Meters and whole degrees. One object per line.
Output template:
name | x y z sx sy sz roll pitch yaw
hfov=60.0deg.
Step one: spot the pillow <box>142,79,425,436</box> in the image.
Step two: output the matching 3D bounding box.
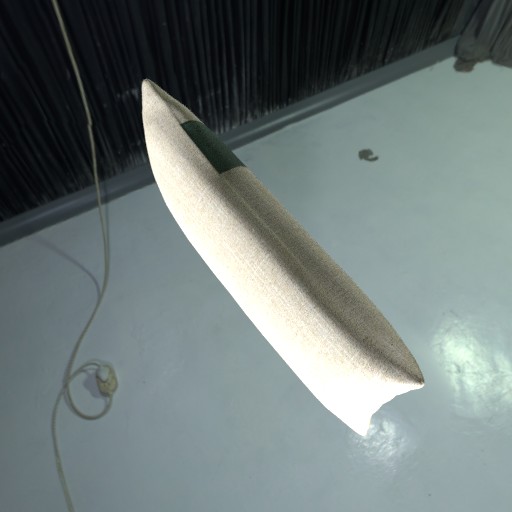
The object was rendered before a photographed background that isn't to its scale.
pillow | 0.000 0.000 1.012 0.197 0.429 0.859 -31 64 -18
